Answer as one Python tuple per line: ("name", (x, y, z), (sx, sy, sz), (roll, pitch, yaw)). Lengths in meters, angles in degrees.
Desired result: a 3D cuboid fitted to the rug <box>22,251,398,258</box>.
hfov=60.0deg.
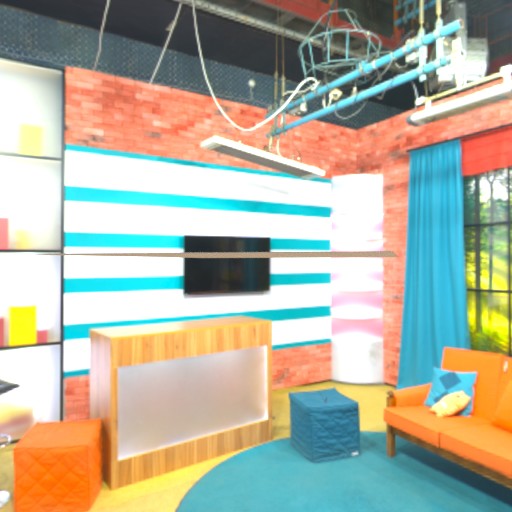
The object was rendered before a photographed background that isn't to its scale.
("rug", (0.000, 0.000, 3.941), (2.391, 0.005, 2.880), (0, -1, 18))
